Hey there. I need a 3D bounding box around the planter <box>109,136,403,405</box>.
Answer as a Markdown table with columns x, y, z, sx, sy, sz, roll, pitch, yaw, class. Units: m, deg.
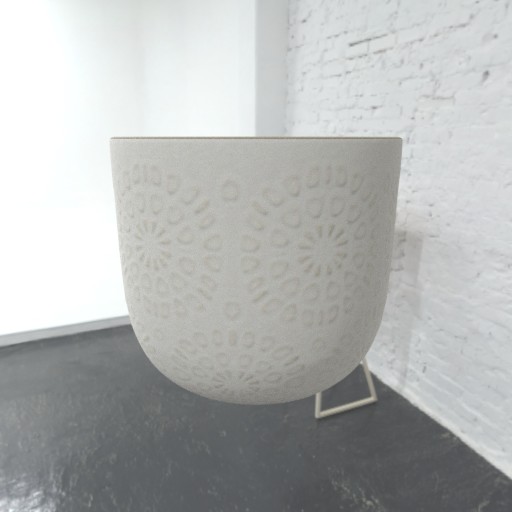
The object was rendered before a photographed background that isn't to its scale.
| x | y | z | sx | sy | sz | roll | pitch | yaw | class |
| --- | --- | --- | --- | --- | --- | --- | --- | --- | --- |
| 0.000 | 0.000 | 0.211 | 0.124 | 0.109 | 0.124 | 0 | 15 | 0 | planter |
